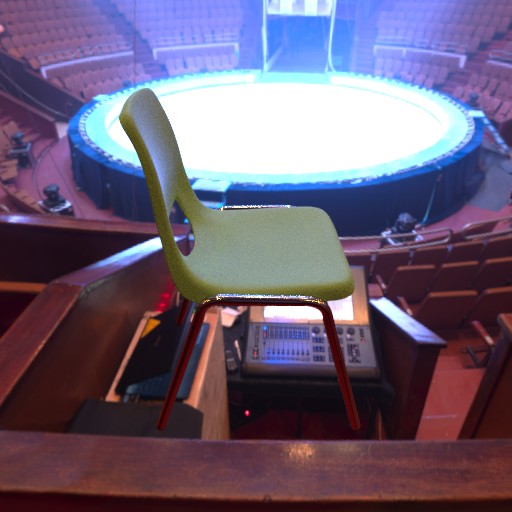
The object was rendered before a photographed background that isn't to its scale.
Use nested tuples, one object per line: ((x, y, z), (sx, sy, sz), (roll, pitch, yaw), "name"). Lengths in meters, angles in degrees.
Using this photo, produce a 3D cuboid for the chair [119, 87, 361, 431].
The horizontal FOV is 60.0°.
((0.000, 0.000, 0.925), (0.436, 0.653, 0.381), (-1, 32, -1), "chair")
